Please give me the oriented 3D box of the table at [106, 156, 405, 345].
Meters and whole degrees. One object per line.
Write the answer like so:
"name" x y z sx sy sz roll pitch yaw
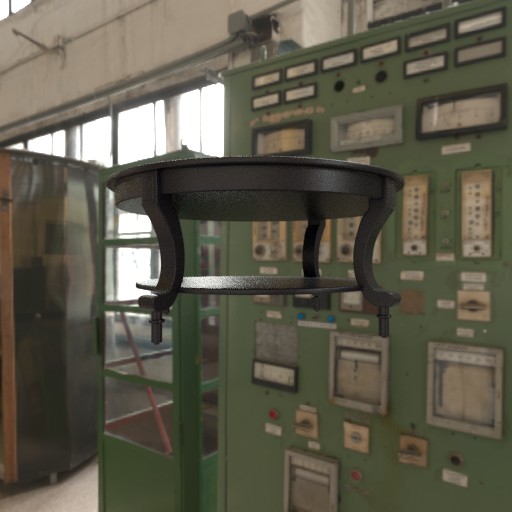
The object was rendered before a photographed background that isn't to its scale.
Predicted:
"table" 0.000 0.000 1.604 1.029 0.491 1.029 0 0 0
